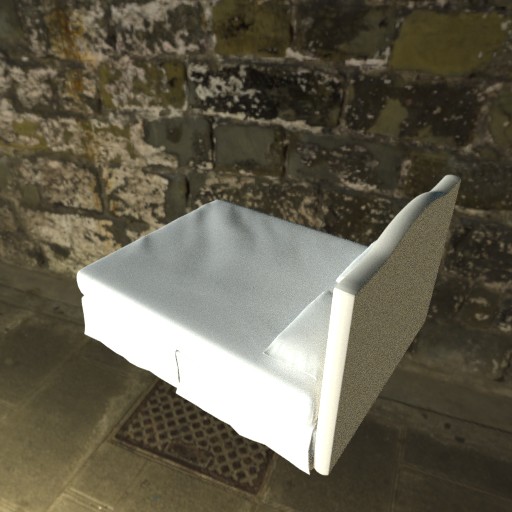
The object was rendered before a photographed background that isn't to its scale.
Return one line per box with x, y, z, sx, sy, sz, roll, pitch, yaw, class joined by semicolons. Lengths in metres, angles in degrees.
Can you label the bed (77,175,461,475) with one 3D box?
0.000;0.000;3.376;2.282;1.436;1.821;21;37;30;bed
